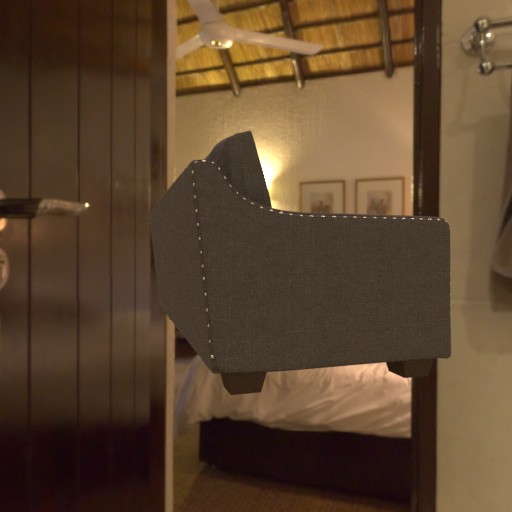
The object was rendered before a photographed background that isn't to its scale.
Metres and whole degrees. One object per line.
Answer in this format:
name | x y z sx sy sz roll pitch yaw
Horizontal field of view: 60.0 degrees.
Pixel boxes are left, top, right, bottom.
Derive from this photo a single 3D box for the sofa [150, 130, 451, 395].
sofa | 0.000 0.000 3.215 1.336 1.196 2.550 0 0 -17
